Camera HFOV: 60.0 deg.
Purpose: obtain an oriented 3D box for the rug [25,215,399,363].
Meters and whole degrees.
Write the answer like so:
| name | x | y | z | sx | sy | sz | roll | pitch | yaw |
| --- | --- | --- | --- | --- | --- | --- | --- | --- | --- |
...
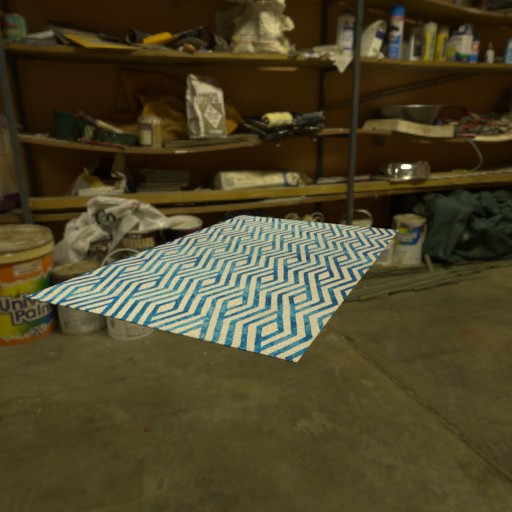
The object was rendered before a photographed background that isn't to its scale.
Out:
| name | x | y | z | sx | sy | sz | roll | pitch | yaw |
| --- | --- | --- | --- | --- | --- | --- | --- | --- | --- |
| rug | 0.000 | 0.000 | 3.065 | 1.531 | 0.008 | 2.439 | 8 | 18 | 25 |
